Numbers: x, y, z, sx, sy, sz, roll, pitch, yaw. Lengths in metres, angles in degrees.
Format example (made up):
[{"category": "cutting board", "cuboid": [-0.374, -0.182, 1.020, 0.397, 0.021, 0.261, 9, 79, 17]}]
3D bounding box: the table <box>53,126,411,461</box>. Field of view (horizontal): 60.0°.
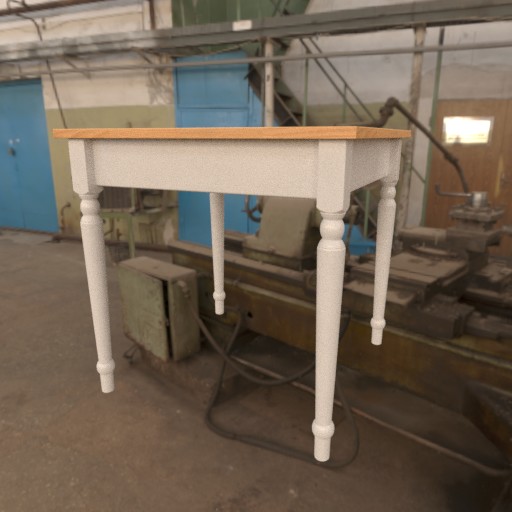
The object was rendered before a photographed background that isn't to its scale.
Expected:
[{"category": "table", "cuboid": [0.000, 0.000, 1.349, 0.747, 0.738, 0.747, 7, 17, 25]}]
